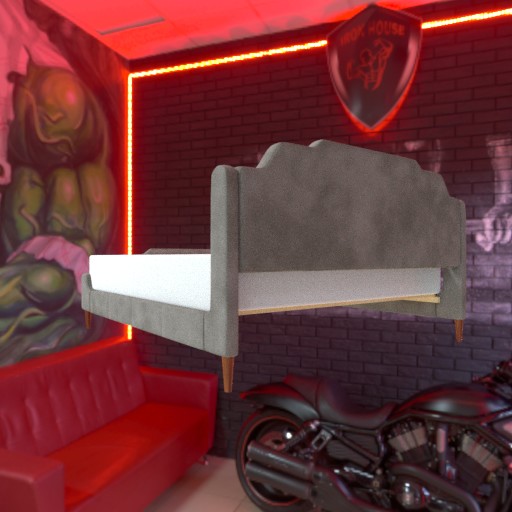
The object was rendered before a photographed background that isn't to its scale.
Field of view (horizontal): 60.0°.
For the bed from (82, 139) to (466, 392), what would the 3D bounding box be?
[{"bbox_3d":[0.000,0.000,3.532,2.074,1.245,2.340,0,0,-37],"label":"bed"}]
